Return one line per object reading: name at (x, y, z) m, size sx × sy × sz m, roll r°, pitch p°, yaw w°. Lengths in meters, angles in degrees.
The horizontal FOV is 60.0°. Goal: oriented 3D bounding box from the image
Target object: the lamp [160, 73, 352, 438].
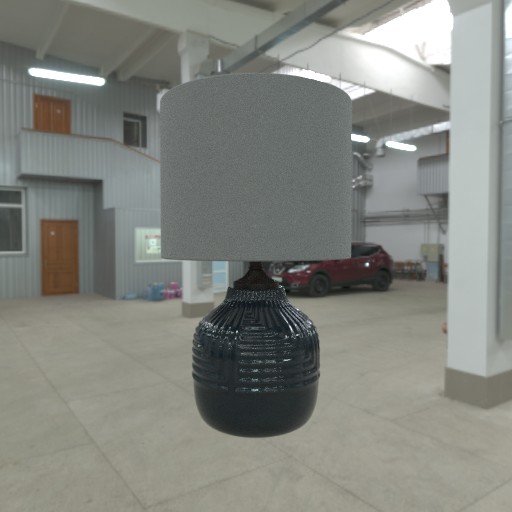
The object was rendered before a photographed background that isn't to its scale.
lamp at (0.000, 0.000, 0.757) m, size 0.318 × 0.567 × 0.318 m, roll 0°, pitch 2°, yaw 0°
